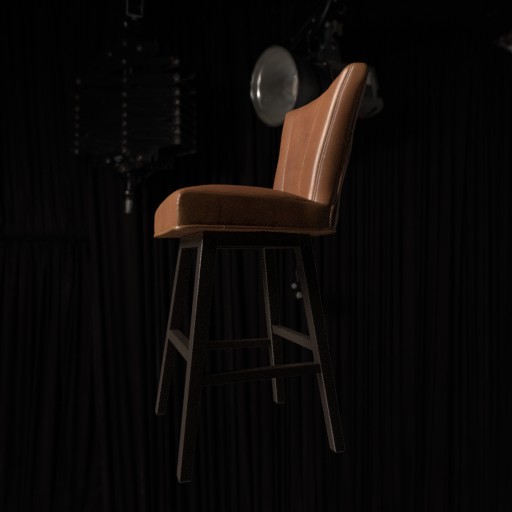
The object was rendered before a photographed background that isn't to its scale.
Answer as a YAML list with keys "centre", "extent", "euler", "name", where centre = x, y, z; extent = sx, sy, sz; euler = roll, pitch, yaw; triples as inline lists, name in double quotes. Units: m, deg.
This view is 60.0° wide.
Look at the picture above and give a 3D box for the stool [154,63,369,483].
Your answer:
- centre: [0.000, 0.000, 1.401]
  extent: [0.585, 1.094, 0.522]
  euler: [0, 0, -19]
  name: "stool"
